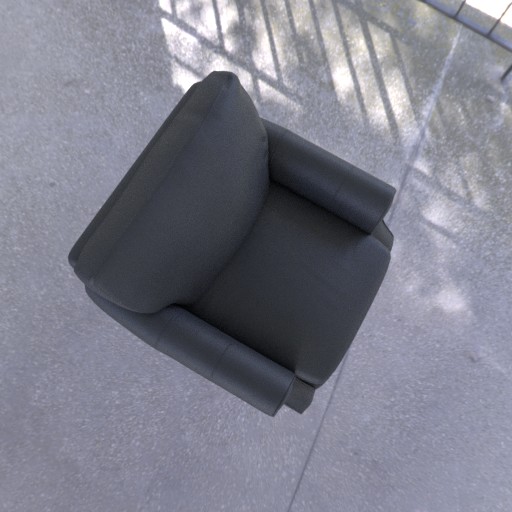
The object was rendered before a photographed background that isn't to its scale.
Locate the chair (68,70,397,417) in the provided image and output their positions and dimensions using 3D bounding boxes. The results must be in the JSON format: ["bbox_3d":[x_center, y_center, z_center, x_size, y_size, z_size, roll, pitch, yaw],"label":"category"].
[{"bbox_3d":[0.000,0.000,1.747,1.027,0.960,1.015,34,78,8],"label":"chair"}]
